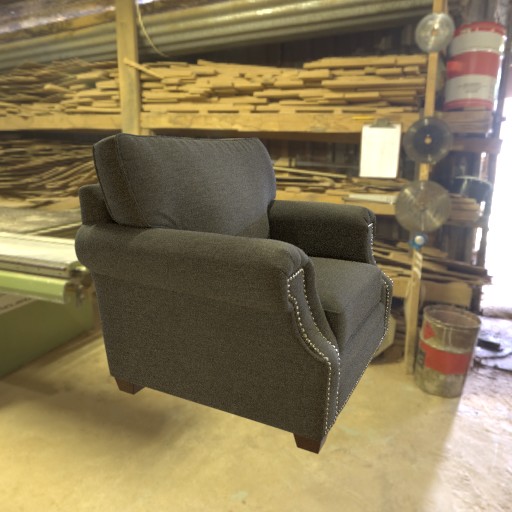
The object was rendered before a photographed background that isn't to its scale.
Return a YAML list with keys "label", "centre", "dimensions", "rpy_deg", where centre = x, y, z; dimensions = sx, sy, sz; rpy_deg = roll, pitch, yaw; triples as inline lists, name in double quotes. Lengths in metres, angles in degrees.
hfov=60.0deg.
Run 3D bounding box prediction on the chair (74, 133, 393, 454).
- label: "chair"
  centre: [0.000, 0.000, 1.817]
  dimensions: [0.965, 0.961, 1.092]
  rpy_deg: [7, 15, 27]
